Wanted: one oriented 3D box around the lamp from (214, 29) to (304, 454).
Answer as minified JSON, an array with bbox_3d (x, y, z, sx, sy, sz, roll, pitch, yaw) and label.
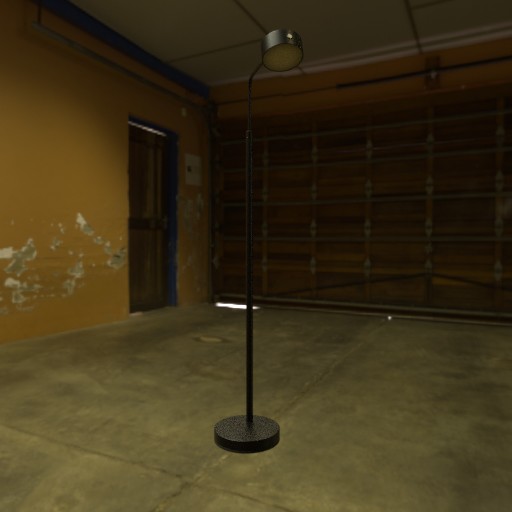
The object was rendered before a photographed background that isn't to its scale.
[{"bbox_3d":[0.000,0.000,1.382,0.219,1.230,0.418,0,1,-18],"label":"lamp"}]
